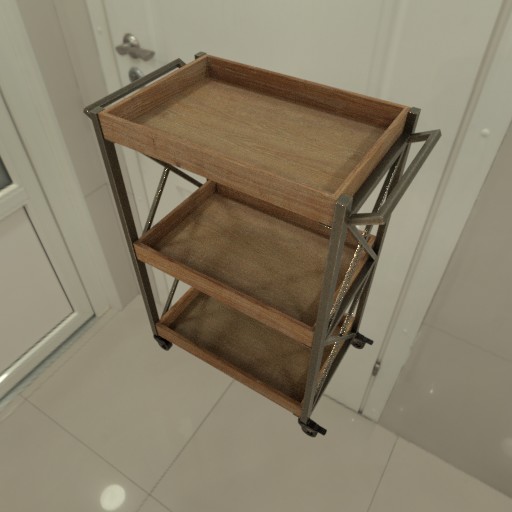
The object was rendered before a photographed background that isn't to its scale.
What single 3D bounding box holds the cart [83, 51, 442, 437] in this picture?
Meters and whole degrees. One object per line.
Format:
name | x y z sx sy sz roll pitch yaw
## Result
cart | 0.000 0.000 1.188 0.673 0.835 0.377 24 50 22
